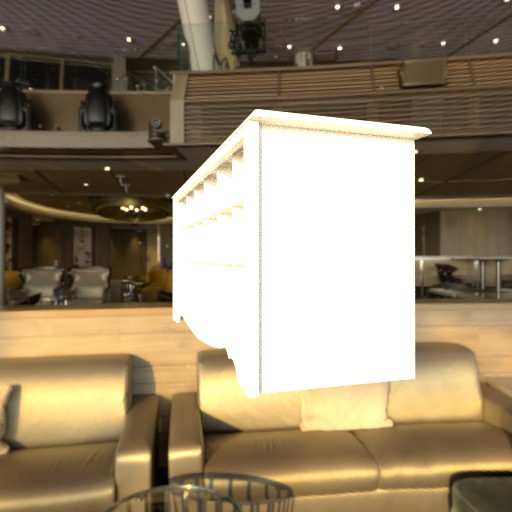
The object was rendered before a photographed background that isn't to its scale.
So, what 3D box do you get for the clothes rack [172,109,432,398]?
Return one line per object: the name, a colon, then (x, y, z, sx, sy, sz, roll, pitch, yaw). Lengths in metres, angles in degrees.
clothes rack: (0.000, 0.000, 1.473, 0.405, 0.558, 1.218, 0, 0, -18)
